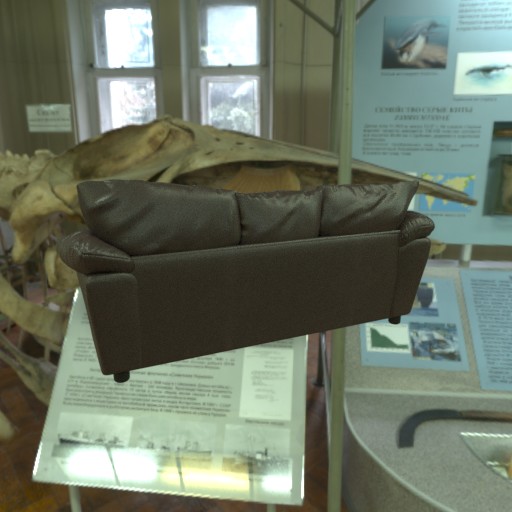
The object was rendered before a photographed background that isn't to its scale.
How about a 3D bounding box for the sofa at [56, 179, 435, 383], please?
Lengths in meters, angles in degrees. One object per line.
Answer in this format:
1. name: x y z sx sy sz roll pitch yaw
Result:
1. sofa: 0.000 0.000 2.939 2.390 1.091 0.907 -6 15 -24
